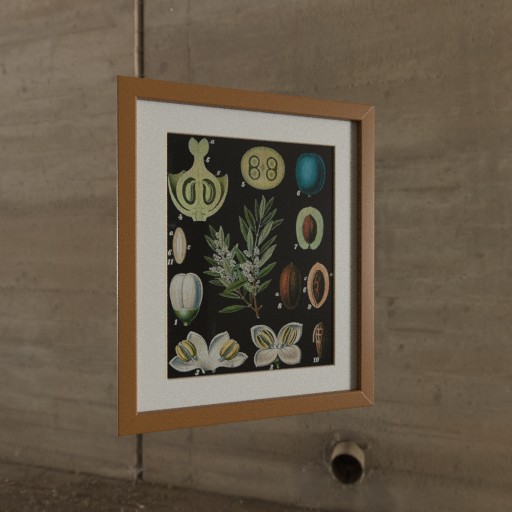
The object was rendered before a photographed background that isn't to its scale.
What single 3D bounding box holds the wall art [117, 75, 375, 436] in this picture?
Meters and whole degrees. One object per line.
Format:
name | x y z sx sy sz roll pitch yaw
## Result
wall art | 0.000 0.000 0.751 0.449 0.550 0.021 0 0 -18
